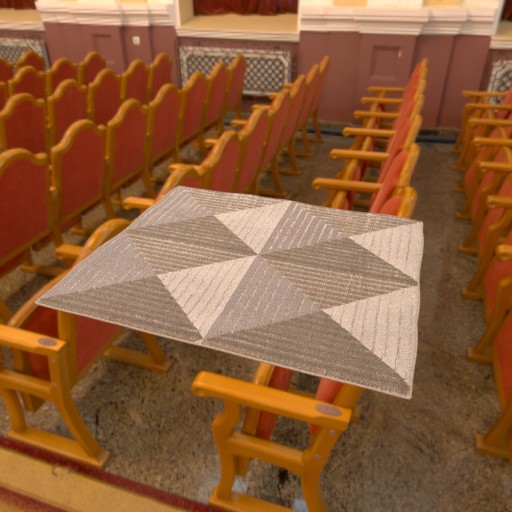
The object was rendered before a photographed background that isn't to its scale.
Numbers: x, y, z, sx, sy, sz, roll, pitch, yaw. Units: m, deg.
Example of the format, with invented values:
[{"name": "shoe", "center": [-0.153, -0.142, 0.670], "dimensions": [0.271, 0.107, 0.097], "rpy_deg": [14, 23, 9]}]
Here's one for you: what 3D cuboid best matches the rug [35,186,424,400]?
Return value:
[{"name": "rug", "center": [0.000, 0.000, 0.904], "dimensions": [0.642, 0.008, 0.551], "rpy_deg": [11, 34, 16]}]
